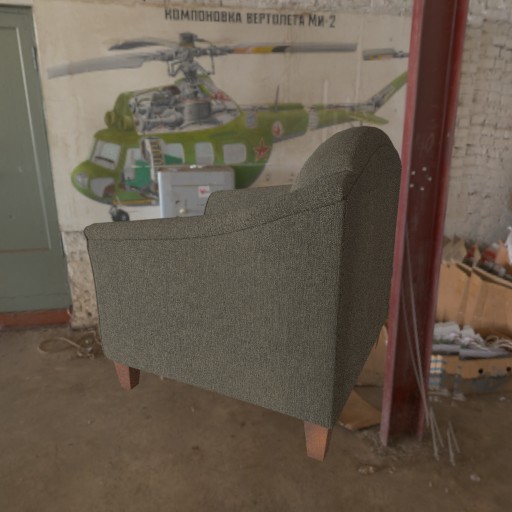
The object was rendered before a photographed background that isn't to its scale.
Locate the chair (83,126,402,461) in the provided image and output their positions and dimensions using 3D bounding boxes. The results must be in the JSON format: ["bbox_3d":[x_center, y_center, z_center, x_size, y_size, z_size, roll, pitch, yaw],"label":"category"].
[{"bbox_3d":[0.000,0.000,1.482,0.787,0.839,0.763,8,19,25],"label":"chair"}]
